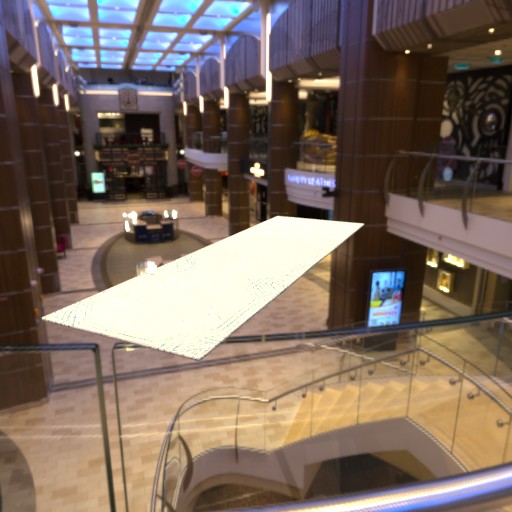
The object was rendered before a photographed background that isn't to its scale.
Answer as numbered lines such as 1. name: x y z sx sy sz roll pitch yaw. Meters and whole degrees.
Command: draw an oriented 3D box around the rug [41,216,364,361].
1. rug: 0.000 0.000 2.708 0.775 0.012 2.452 8 18 25
